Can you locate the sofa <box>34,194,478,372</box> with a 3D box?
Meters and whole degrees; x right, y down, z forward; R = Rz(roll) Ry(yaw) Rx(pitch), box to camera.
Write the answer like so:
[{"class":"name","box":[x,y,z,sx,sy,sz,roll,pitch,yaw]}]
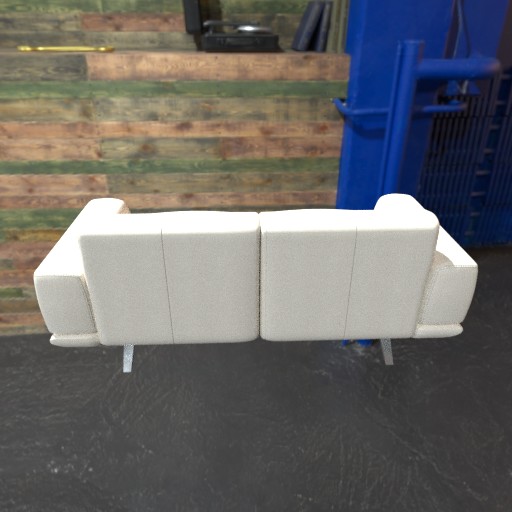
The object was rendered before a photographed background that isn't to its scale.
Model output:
[{"class":"sofa","box":[0.000,0.000,2.309,1.901,0.772,0.900,-1,29,-2]}]
